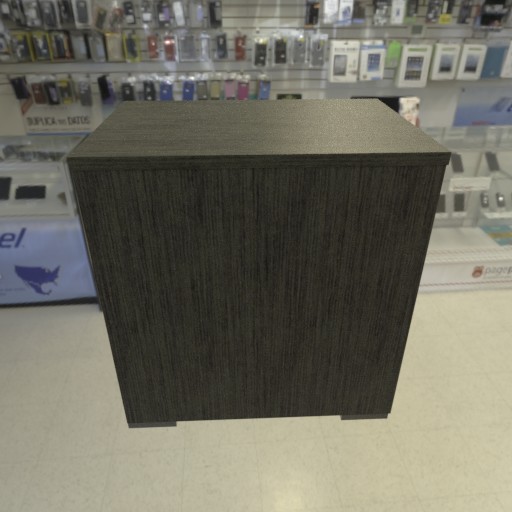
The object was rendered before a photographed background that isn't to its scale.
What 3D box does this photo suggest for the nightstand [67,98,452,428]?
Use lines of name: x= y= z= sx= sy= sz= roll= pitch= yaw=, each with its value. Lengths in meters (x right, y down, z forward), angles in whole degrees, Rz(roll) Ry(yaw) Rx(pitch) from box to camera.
nightstand: x=0.000 y=0.000 z=0.764 sx=0.441 sy=0.460 sz=0.325 roll=-1 pitch=31 yaw=-2
